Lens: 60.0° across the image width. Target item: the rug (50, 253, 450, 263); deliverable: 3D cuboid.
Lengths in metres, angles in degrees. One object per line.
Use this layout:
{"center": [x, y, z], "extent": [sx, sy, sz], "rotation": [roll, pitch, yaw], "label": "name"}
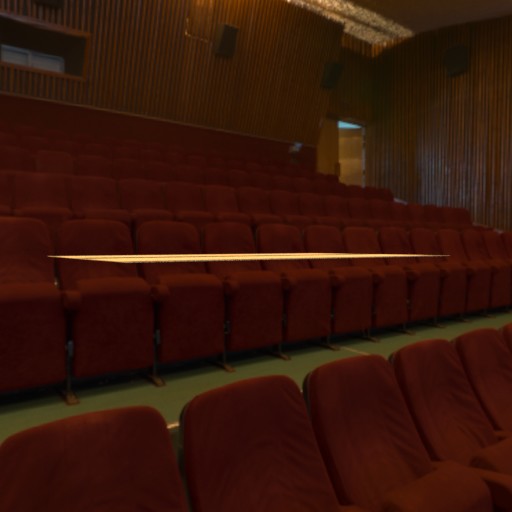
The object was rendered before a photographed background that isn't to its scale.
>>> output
{"center": [0.000, 0.000, 3.156], "extent": [2.453, 0.003, 1.519], "rotation": [-1, 1, -36], "label": "rug"}
